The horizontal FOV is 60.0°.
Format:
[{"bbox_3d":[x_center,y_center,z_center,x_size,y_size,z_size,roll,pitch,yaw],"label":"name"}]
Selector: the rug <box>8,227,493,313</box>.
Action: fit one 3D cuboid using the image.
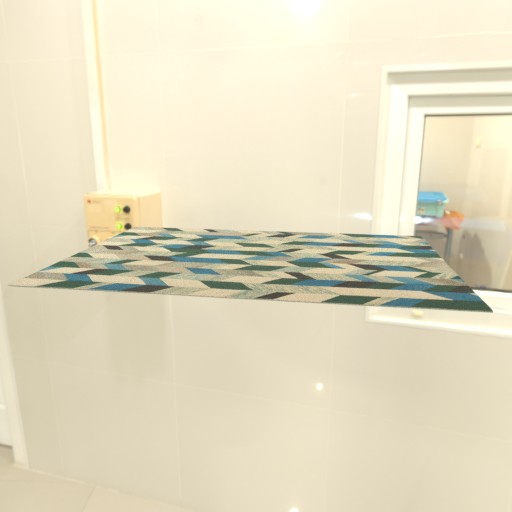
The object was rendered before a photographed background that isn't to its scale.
[{"bbox_3d":[0.000,0.000,2.221,1.827,0.005,1.229,2,15,9],"label":"rug"}]
